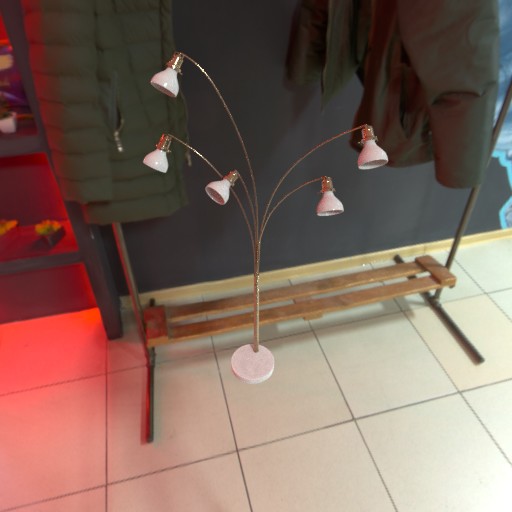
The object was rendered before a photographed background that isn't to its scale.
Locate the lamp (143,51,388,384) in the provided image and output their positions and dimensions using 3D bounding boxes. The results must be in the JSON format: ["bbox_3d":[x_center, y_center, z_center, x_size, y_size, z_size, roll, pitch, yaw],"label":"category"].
[{"bbox_3d":[0.000,0.000,2.935,1.405,2.423,0.361,12,42,14],"label":"lamp"}]
